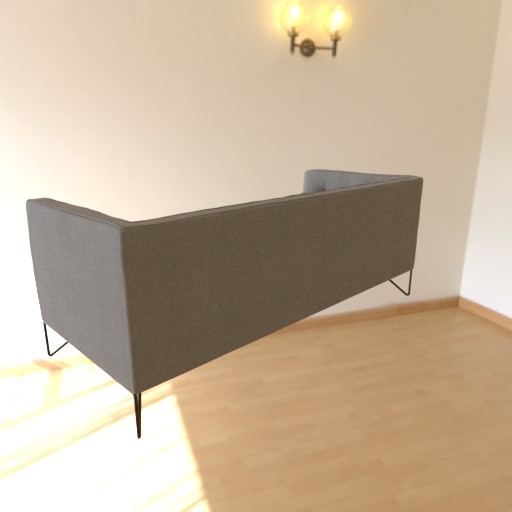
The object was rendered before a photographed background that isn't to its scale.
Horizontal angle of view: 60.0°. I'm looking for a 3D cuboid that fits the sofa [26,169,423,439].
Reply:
[{"bbox_3d":[0.000,0.000,2.477,2.079,0.798,0.912,-15,22,-42],"label":"sofa"}]
